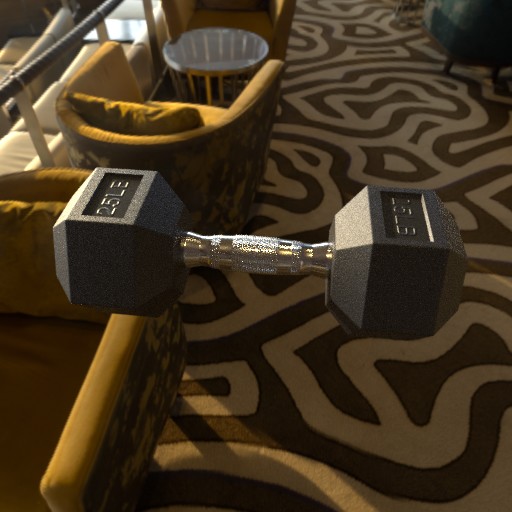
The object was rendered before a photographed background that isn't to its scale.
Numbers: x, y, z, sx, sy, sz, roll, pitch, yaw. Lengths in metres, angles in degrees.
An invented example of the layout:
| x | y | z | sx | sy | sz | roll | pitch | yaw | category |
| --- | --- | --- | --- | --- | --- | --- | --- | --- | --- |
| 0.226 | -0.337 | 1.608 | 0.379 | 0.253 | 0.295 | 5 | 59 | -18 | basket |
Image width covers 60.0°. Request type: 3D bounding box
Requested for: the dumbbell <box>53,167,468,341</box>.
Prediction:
| x | y | z | sx | sy | sz | roll | pitch | yaw | category |
| --- | --- | --- | --- | --- | --- | --- | --- | --- | --- |
| 0.000 | 0.000 | 0.372 | 0.315 | 0.113 | 0.129 | 5 | 47 | 4 | dumbbell |
